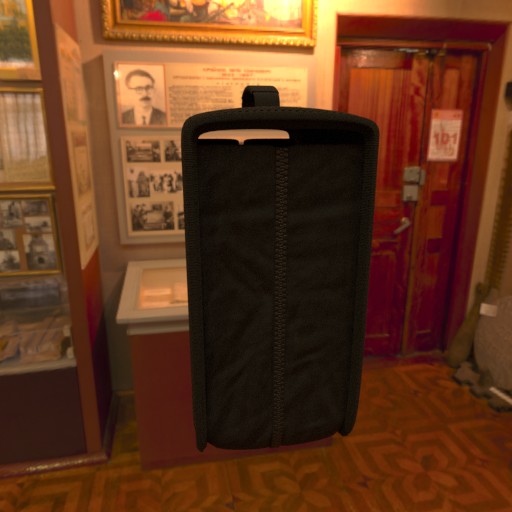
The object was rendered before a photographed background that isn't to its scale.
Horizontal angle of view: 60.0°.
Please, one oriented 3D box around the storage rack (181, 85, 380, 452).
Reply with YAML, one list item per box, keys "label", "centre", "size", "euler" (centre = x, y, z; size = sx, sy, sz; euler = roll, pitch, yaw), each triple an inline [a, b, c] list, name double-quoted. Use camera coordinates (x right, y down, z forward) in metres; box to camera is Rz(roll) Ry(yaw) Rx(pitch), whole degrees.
- label: "storage rack"
  centre: [0.000, 0.000, 0.538]
  size: [0.168, 0.387, 0.297]
  euler: [-3, 16, -9]
